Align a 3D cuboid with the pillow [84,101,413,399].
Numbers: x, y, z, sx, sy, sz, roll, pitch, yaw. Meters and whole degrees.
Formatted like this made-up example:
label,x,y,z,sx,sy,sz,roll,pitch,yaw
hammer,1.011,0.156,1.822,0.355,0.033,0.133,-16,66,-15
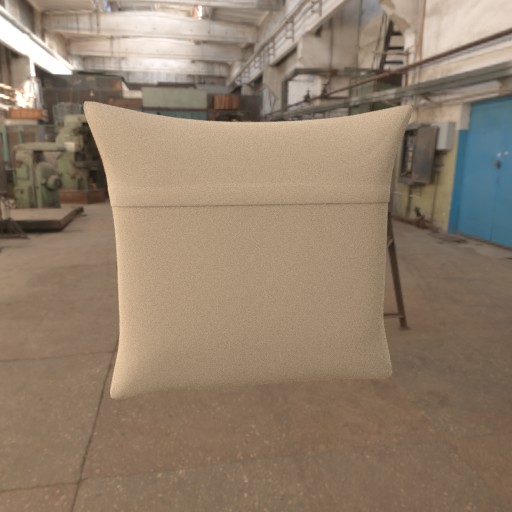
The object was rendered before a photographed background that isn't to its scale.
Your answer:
label,x,y,z,sx,sy,sz,roll,pitch,yaw
pillow,0.000,0.000,0.730,0.501,0.477,0.192,-2,14,-8
